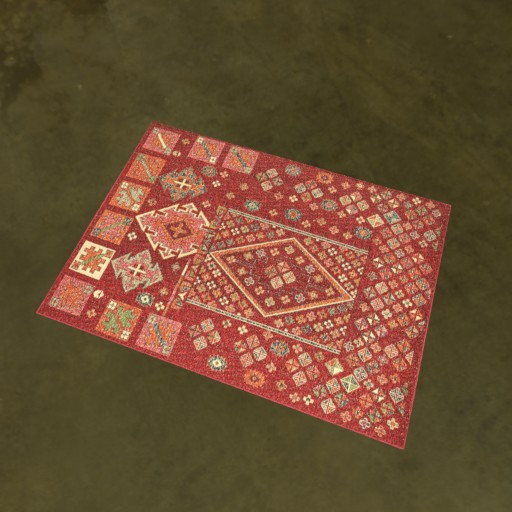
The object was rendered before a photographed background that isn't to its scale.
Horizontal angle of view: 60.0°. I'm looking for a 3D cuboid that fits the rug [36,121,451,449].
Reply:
[{"bbox_3d":[0.000,0.000,2.773,2.184,0.007,1.579,18,65,9],"label":"rug"}]
